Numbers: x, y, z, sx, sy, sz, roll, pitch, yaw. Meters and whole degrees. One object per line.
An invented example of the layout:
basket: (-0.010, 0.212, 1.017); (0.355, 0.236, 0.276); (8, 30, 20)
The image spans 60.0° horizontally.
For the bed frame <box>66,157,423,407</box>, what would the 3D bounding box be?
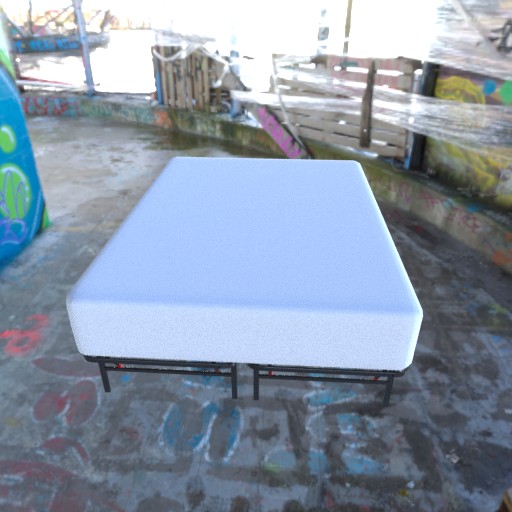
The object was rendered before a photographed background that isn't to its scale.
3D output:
bed frame: (0.000, 0.000, 2.863); (1.528, 0.677, 2.037); (2, 30, 3)
